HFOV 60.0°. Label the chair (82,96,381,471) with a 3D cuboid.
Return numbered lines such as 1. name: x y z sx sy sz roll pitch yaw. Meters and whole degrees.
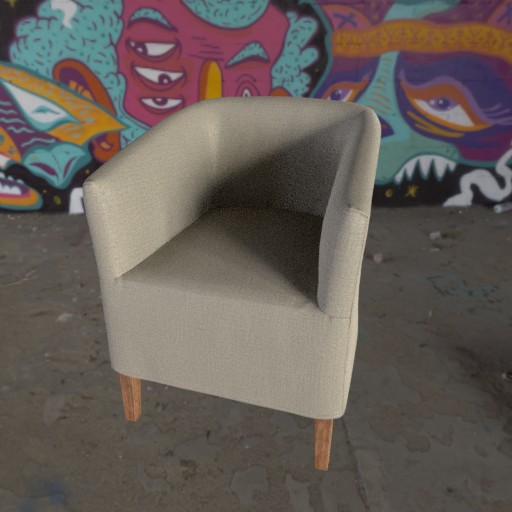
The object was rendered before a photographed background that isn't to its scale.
1. chair: 0.000 0.000 1.234 0.600 0.771 0.668 8 28 15
